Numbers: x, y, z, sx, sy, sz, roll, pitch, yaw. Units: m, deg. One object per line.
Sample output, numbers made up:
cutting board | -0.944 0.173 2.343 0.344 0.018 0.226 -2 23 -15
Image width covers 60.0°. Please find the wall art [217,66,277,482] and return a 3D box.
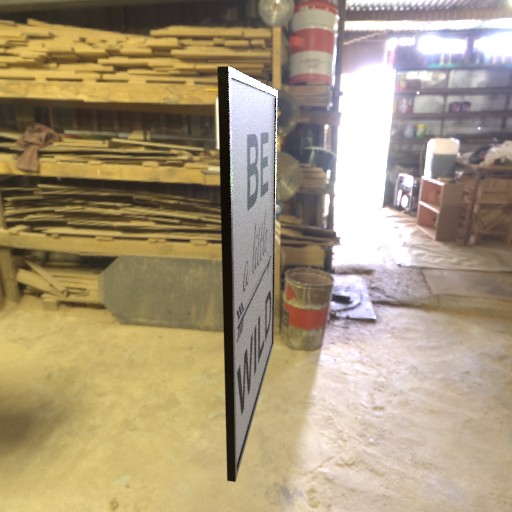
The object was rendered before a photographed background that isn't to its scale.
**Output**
wall art | 0.000 0.000 0.796 0.013 0.582 0.442 3 17 9
